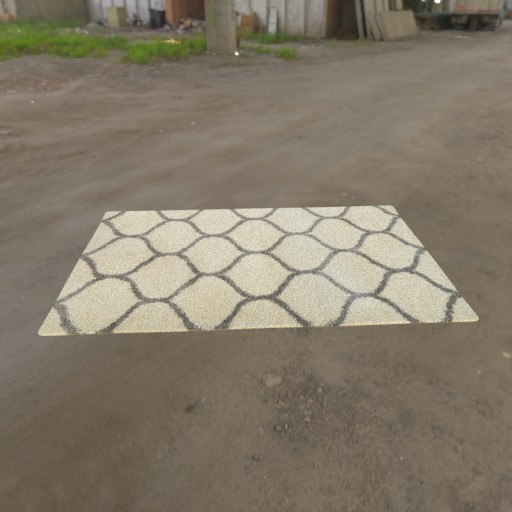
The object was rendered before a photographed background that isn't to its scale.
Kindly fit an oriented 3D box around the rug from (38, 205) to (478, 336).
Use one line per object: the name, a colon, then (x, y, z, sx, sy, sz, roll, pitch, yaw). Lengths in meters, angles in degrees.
rug: (0.000, 0.000, 2.988, 2.348, 0.024, 1.501, -2, 31, -3)
